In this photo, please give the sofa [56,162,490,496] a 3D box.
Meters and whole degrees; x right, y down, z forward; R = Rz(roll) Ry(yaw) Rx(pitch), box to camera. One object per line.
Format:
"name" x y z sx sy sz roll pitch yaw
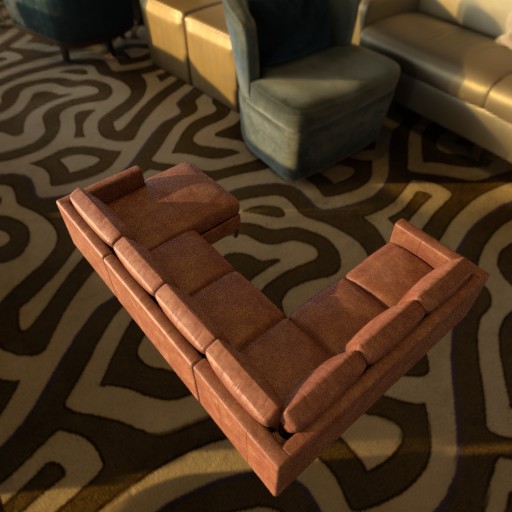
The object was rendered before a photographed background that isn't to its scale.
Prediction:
"sofa" 0.000 0.000 4.319 2.452 0.888 3.324 -32 55 -26
